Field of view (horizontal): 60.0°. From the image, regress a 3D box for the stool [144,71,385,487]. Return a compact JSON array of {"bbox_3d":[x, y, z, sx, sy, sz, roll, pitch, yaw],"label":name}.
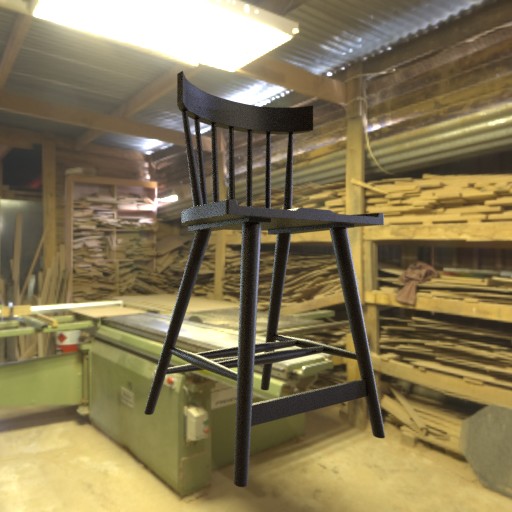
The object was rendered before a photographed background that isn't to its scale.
[{"bbox_3d":[0.000,0.000,1.262,0.494,0.953,0.549,0,-1,-35],"label":"stool"}]
